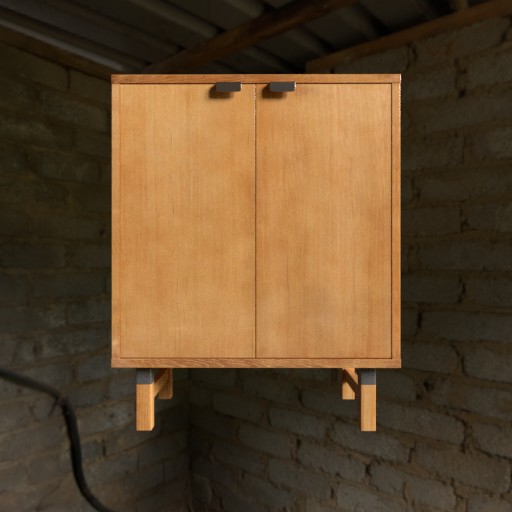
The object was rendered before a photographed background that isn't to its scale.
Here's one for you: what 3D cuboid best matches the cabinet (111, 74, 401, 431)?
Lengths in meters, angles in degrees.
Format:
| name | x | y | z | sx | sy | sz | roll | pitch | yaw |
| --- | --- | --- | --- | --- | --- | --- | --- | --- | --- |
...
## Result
| name | x | y | z | sx | sy | sz | roll | pitch | yaw |
| --- | --- | --- | --- | --- | --- | --- | --- | --- | --- |
| cabinet | 0.000 | 0.000 | 1.413 | 0.800 | 1.001 | 0.419 | 0 | 0 | 0 |
